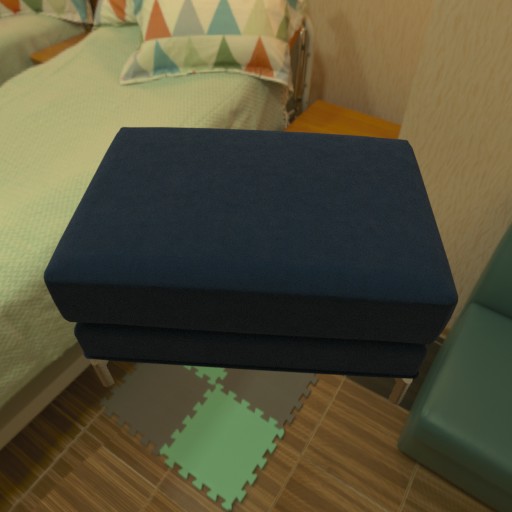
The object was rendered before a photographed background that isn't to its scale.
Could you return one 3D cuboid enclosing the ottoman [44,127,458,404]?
[{"bbox_3d":[0.000,0.000,1.202,0.835,0.498,0.587,3,47,3],"label":"ottoman"}]
